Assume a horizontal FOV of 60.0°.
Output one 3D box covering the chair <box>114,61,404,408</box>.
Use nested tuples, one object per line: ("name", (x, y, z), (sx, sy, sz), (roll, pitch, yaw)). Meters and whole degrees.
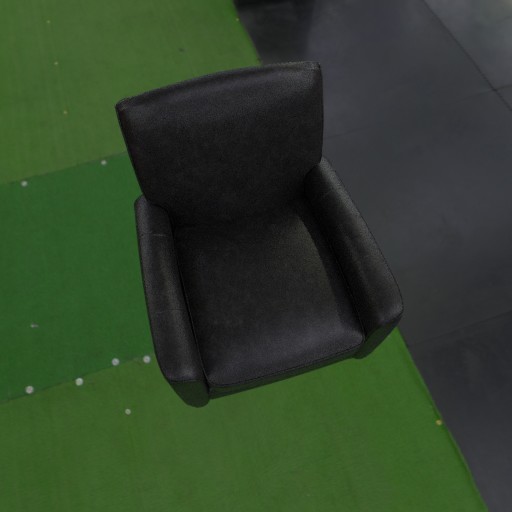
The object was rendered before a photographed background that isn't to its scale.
("chair", (0.000, 0.000, 1.653), (0.848, 1.014, 0.864), (-15, 64, -7))
